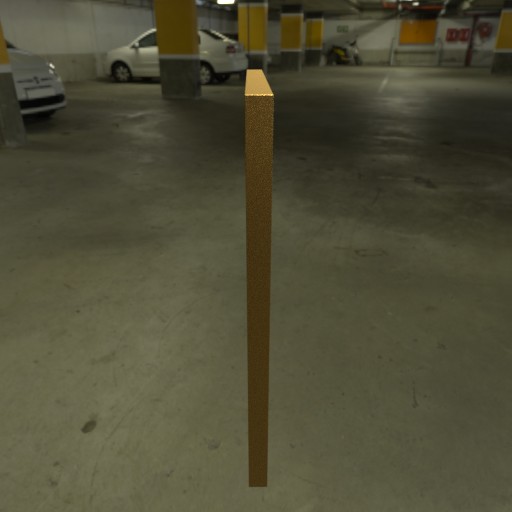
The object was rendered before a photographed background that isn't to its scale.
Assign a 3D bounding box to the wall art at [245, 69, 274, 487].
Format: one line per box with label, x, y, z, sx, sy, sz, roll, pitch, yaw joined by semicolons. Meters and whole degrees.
wall art;0.000;0.000;1.022;0.038;0.762;0.610;0;26;-1
